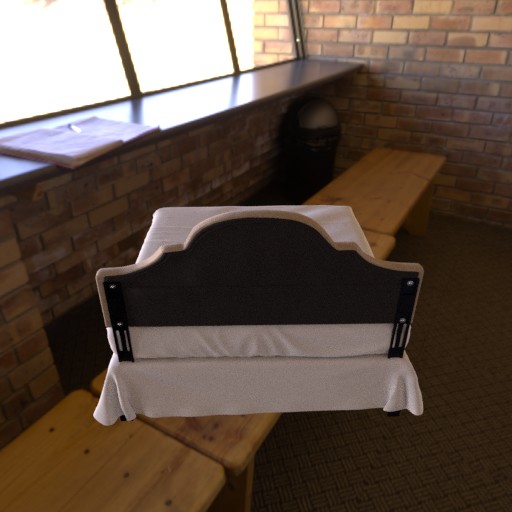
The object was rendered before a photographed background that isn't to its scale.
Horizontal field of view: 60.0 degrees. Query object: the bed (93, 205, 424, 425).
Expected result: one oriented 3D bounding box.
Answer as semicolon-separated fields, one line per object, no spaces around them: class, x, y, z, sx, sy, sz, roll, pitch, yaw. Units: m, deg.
bed;0.000;0.000;3.681;2.303;1.631;2.222;-1;30;-1
